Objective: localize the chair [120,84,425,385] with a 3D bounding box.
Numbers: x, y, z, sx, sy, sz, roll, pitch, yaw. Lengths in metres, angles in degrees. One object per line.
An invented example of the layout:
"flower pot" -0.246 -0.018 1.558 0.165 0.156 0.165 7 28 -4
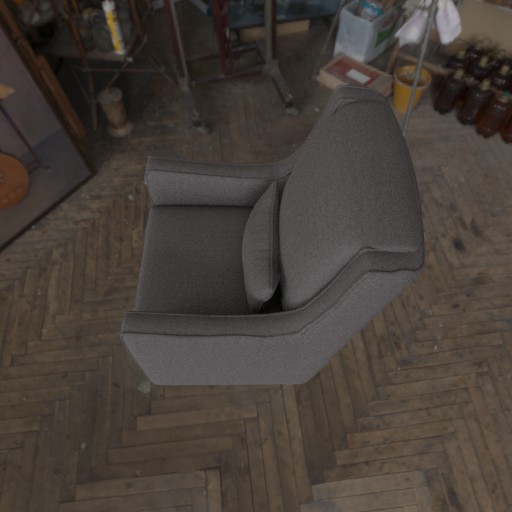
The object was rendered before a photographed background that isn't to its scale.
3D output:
"chair" 0.000 0.000 1.617 0.879 0.993 0.732 0 59 0
